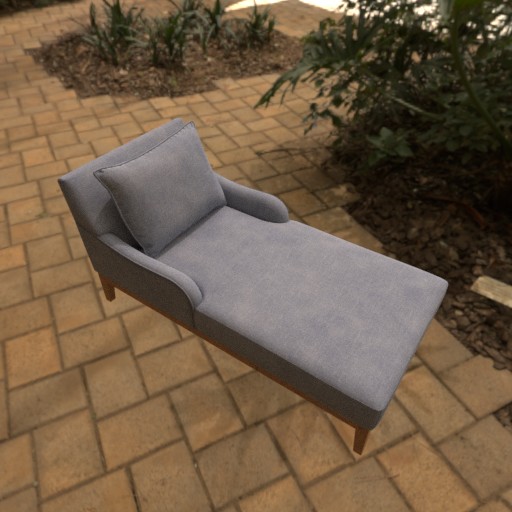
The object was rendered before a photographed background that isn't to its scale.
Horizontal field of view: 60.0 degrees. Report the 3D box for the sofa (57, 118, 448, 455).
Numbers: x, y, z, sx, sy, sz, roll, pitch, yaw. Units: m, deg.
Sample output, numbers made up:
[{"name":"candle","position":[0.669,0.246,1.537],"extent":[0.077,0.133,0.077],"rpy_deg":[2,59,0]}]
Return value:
[{"name":"sofa","position":[0.000,0.000,2.310],"extent":[1.779,0.883,0.904],"rpy_deg":[24,47,25]}]
